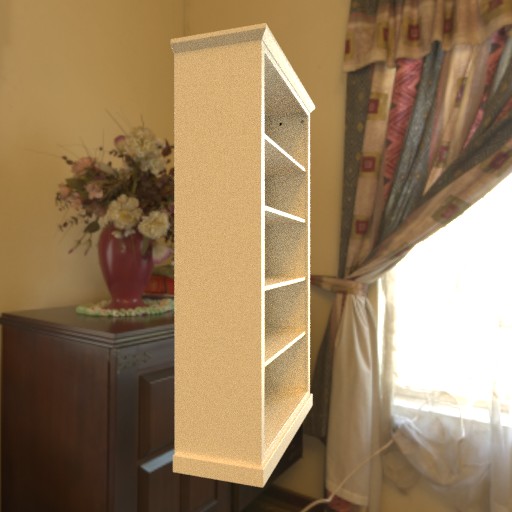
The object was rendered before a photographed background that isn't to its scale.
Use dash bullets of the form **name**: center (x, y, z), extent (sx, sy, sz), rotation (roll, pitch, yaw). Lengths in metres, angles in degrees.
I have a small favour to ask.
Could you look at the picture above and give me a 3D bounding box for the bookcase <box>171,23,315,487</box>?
- **bookcase**: center (0.000, 0.000, 2.352), extent (0.432, 1.880, 1.050), rotation (0, 0, 18)
